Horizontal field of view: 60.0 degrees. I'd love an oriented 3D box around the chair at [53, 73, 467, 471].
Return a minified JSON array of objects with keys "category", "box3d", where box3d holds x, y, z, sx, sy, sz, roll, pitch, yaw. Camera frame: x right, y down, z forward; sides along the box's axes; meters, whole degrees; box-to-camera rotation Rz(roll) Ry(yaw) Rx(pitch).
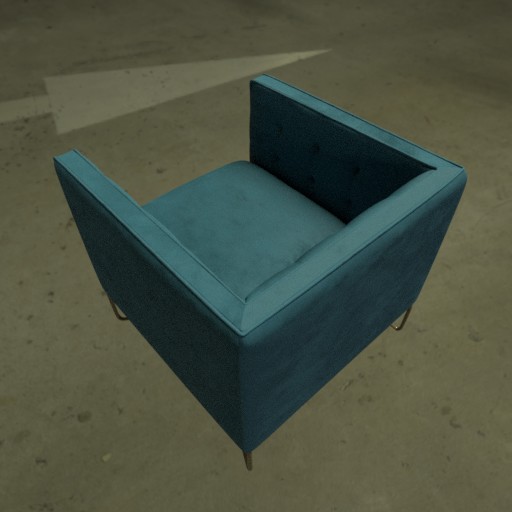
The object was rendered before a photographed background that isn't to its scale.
[{"category":"chair","box3d":[0.000,0.000,1.551,0.880,0.790,0.894,-33,54,-28]}]
